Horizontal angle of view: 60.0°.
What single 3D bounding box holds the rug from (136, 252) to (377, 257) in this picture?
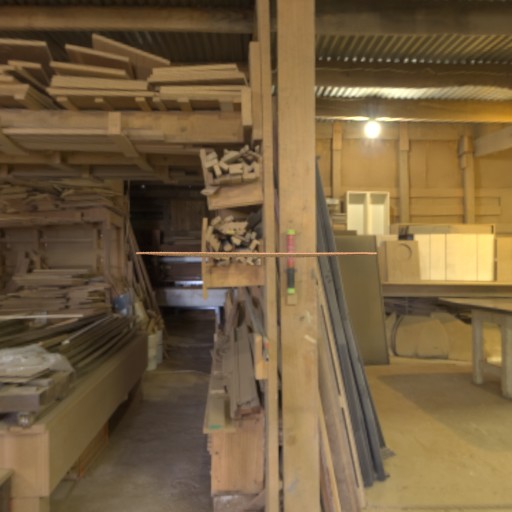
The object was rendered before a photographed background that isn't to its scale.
[{"bbox_3d":[0.000,0.000,2.672,0.799,0.010,2.444,0,0,0],"label":"rug"}]
